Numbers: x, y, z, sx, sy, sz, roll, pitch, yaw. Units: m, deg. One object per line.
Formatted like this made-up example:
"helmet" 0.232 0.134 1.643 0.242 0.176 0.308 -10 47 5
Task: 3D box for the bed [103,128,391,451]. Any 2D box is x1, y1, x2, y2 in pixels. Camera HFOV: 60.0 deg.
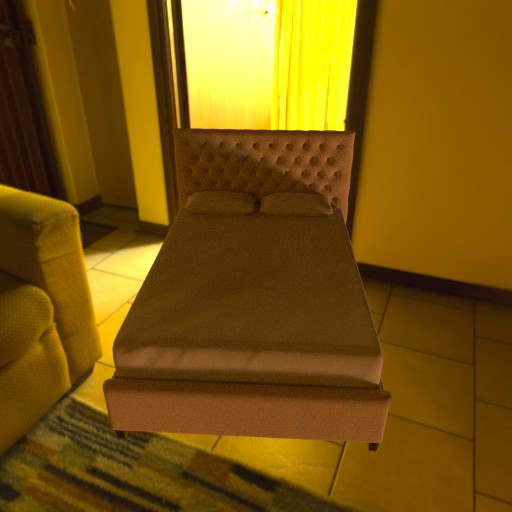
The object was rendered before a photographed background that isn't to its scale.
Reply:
"bed" 0.000 0.000 3.453 1.698 1.427 2.387 2 29 3
